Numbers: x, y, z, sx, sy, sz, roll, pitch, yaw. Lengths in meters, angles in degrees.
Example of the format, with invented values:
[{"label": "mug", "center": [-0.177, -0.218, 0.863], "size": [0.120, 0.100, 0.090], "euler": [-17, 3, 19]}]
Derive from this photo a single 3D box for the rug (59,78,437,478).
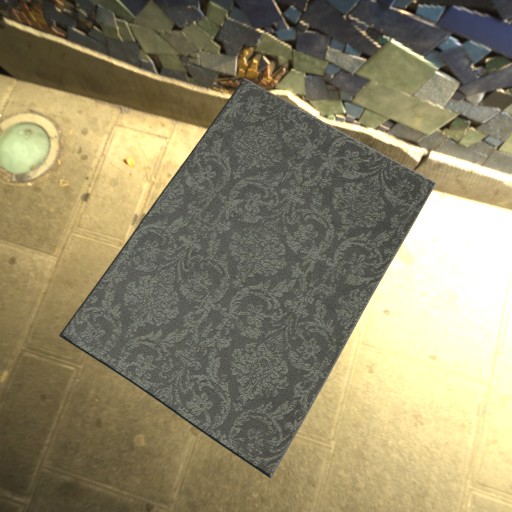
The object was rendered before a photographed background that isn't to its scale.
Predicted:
[{"label": "rug", "center": [0.000, 0.000, 2.938], "size": [1.578, 0.014, 2.206], "euler": [31, 78, 7]}]
